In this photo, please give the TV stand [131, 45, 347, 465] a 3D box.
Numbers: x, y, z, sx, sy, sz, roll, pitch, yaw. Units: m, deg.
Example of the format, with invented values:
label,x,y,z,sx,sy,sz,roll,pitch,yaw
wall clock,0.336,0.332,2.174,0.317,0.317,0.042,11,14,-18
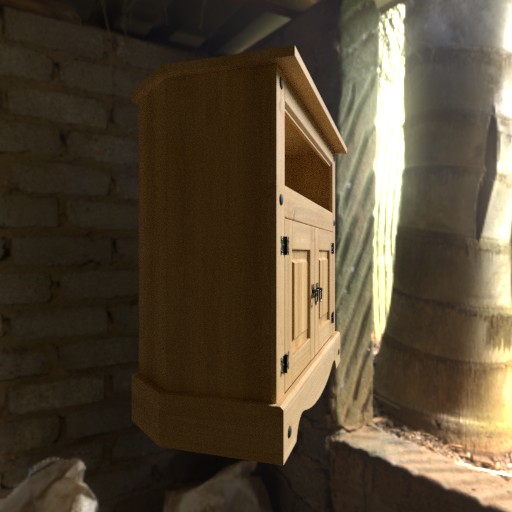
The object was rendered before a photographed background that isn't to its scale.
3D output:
label,x,y,z,sx,sy,sz,roll,pitch,yaw
TV stand,0.000,0.000,1.286,0.425,0.781,0.851,0,1,18
